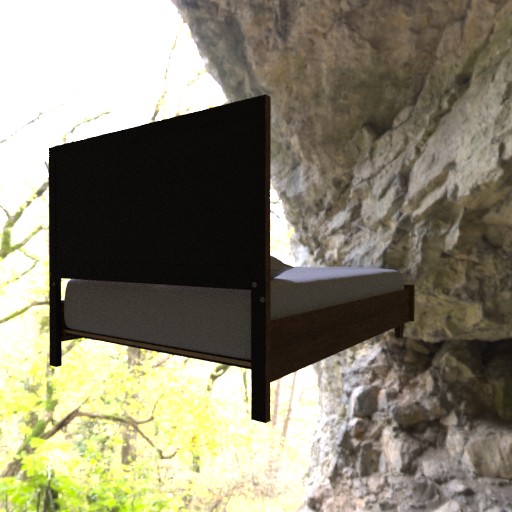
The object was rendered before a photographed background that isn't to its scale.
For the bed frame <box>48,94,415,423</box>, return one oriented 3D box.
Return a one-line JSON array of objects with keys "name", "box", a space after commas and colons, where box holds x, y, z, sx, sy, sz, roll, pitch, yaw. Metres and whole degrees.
[{"name": "bed frame", "box": [0.000, 0.000, 3.320, 1.696, 1.417, 2.276, 0, 1, 35]}]
